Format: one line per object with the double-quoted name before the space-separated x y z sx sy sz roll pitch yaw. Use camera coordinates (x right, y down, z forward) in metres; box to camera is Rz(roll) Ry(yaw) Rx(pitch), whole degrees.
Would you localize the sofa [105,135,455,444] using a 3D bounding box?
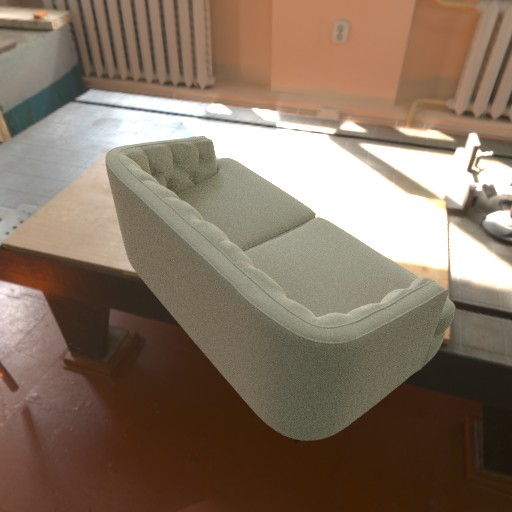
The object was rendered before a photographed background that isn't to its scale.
"sofa" 0.000 0.000 2.265 0.941 0.855 1.733 -27 47 -28
